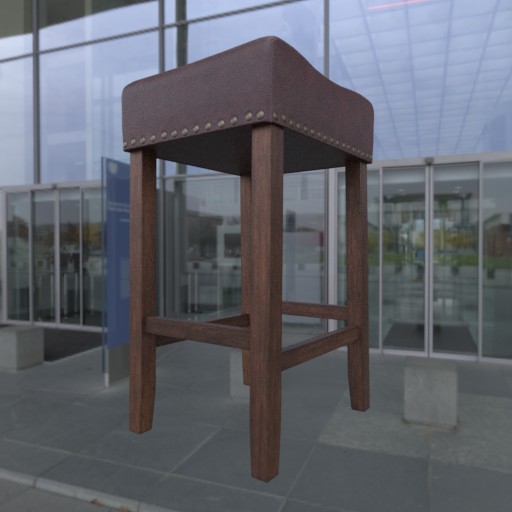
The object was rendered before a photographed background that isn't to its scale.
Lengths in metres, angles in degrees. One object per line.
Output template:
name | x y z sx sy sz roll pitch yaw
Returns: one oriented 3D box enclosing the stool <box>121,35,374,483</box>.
stool | 0.000 0.000 1.037 0.401 0.769 0.465 1 1 36
